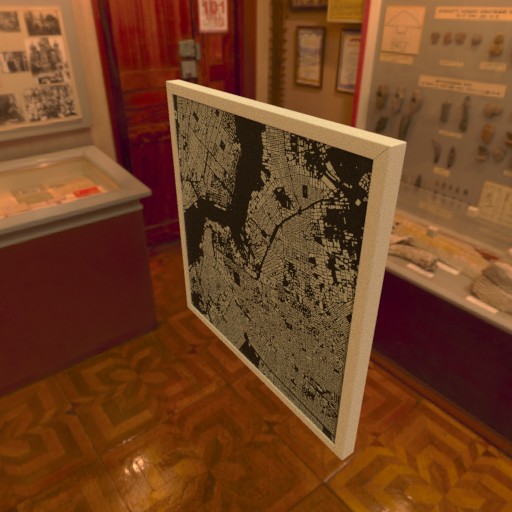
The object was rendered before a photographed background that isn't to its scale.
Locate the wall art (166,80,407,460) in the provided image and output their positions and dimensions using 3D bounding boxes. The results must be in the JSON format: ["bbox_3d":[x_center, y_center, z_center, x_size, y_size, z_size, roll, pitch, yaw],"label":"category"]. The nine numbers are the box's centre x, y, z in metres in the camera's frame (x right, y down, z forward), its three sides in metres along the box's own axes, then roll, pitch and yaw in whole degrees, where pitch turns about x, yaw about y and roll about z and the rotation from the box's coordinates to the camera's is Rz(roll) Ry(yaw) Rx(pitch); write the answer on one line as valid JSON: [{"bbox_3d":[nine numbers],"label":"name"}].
[{"bbox_3d":[0.000,0.000,1.146,0.050,0.762,0.761,-20,36,-31],"label":"wall art"}]
